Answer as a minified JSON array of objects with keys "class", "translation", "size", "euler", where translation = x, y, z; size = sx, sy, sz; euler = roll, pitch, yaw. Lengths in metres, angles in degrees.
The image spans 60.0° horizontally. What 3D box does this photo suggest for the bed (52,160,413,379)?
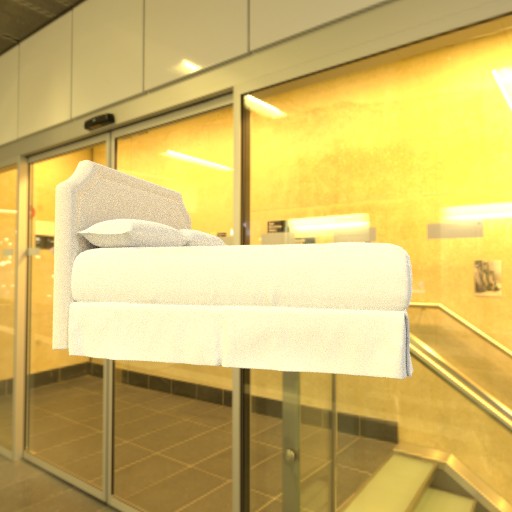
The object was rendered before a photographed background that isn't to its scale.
[{"class":"bed","translation":[0.000,0.000,3.905],"size":[2.548,1.524,2.134],"euler":[-1,-2,18]}]
